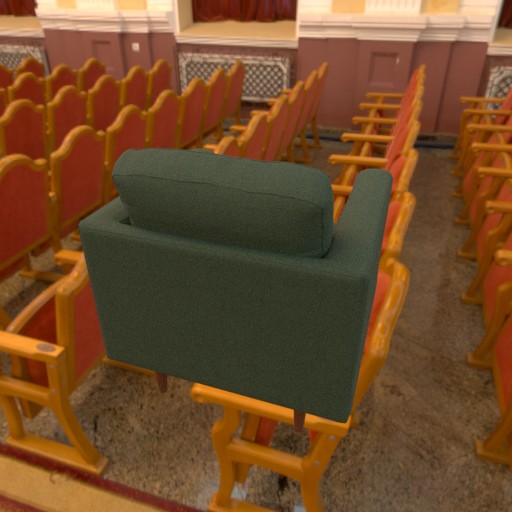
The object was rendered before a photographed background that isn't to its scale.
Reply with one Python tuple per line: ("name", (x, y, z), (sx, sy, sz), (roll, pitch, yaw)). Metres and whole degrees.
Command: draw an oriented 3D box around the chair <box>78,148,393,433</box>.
("chair", (0.000, 0.000, 1.604), (0.855, 0.927, 0.800), (10, 33, 16))
